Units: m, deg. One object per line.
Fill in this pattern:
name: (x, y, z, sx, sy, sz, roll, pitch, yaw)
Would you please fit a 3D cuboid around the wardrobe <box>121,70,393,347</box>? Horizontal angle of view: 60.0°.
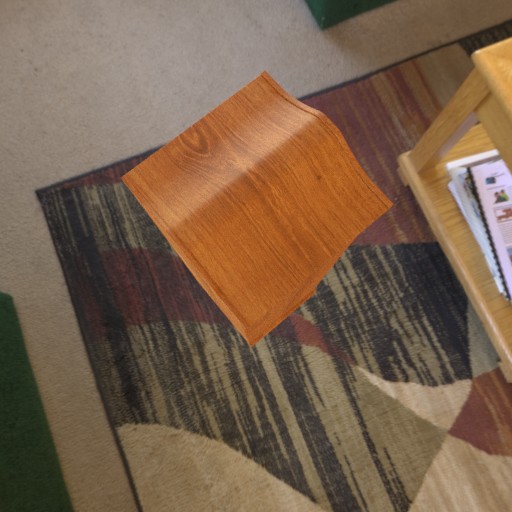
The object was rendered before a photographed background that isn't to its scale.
wardrobe: (0.000, 0.000, 2.155, 0.570, 1.870, 0.590, -39, 80, -8)
